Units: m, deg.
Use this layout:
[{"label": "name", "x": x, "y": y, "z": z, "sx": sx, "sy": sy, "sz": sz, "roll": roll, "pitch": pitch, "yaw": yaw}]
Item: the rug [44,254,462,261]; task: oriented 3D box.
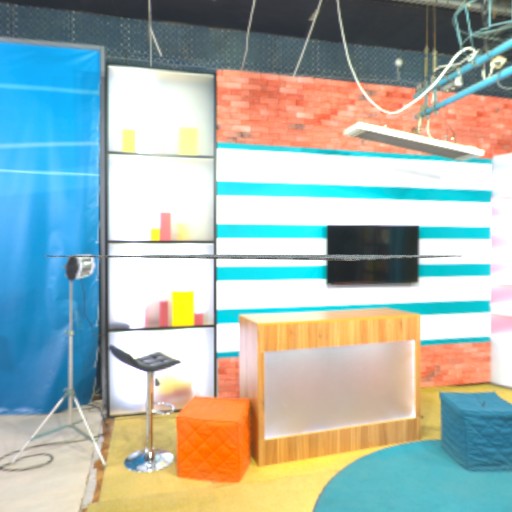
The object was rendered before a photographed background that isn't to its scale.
[{"label": "rug", "x": 0.000, "y": 0.000, "z": 4.091, "sx": 3.021, "sy": 0.013, "sz": 2.432, "roll": 0, "pitch": 1, "yaw": 37}]
